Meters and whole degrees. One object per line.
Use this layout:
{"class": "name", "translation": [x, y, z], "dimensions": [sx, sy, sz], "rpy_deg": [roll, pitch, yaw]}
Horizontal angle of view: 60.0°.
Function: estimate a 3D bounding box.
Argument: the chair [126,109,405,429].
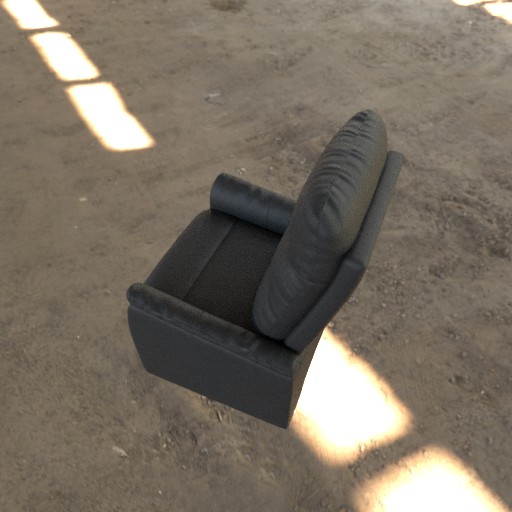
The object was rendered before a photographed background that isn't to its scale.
{"class": "chair", "translation": [0.000, 0.000, 1.678], "dimensions": [0.831, 1.082, 0.775], "rpy_deg": [17, 50, 15]}
